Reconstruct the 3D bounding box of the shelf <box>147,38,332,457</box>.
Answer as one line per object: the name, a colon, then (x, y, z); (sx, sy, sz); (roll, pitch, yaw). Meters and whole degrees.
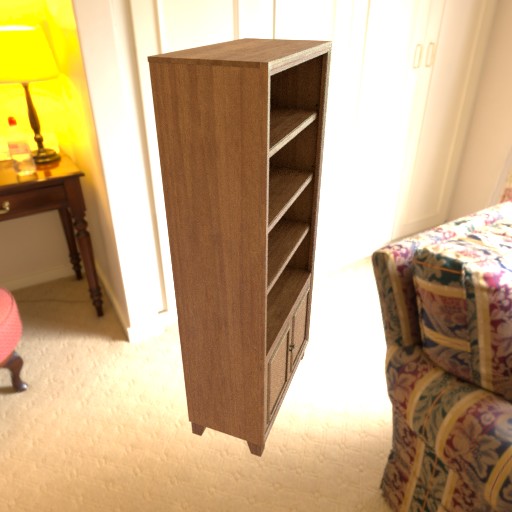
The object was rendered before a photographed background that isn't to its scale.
shelf: (0.000, 0.000, 2.259); (0.453, 1.930, 0.864); (11, 32, 18)
